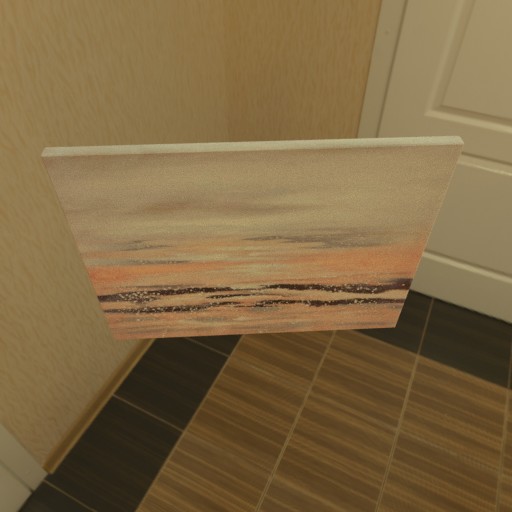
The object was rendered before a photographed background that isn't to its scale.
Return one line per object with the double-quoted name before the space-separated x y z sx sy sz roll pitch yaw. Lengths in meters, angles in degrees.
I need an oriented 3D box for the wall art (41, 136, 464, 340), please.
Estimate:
"wall art" 0.000 0.000 1.341 1.015 0.763 0.038 -2 45 -2
